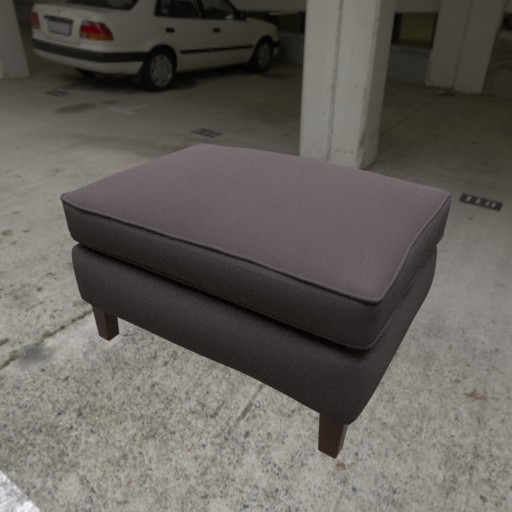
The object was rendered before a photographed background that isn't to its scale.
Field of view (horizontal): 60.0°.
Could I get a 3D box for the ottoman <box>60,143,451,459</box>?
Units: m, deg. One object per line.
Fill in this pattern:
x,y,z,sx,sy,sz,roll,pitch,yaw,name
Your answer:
0.000,0.000,0.972,0.686,0.406,0.508,18,34,28,ottoman
